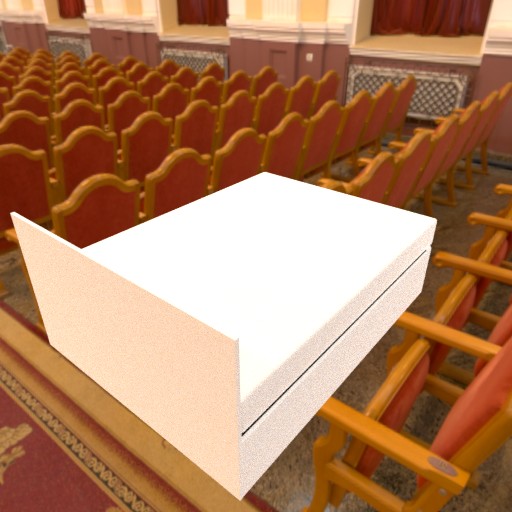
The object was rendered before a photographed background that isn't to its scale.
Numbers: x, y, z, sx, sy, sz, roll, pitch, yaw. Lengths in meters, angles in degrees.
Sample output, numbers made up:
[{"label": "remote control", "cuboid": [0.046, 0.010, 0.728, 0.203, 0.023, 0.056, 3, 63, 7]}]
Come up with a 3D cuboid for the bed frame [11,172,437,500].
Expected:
[{"label": "bed frame", "cuboid": [0.000, 0.000, 2.516, 1.400, 0.800, 1.900, 22, 37, 33]}]
